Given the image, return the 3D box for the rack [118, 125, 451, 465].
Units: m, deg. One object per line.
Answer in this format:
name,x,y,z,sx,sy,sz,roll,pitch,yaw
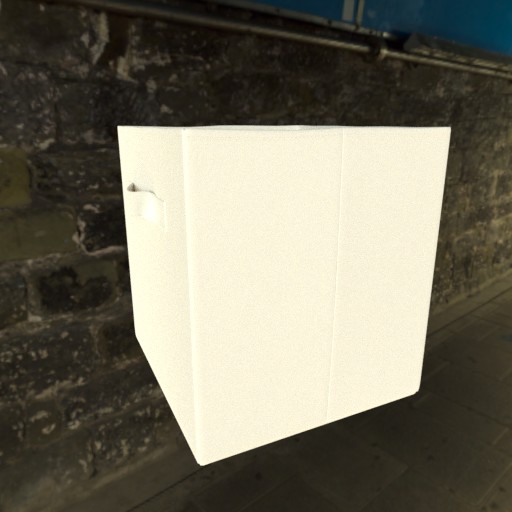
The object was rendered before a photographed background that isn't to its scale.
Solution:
rack,0.000,0.000,0.498,0.270,0.280,0.270,-8,19,-25
